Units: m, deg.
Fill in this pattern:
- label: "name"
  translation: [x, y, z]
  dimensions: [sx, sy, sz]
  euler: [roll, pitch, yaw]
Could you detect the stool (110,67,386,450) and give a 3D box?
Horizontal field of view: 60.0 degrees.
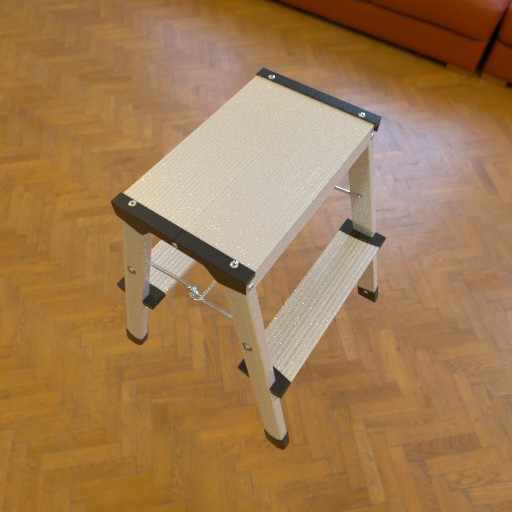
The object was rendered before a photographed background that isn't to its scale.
- label: "stool"
  translation: [0.000, 0.000, 0.783]
  dimensions: [0.405, 0.480, 0.404]
  euler: [30, 62, 18]
